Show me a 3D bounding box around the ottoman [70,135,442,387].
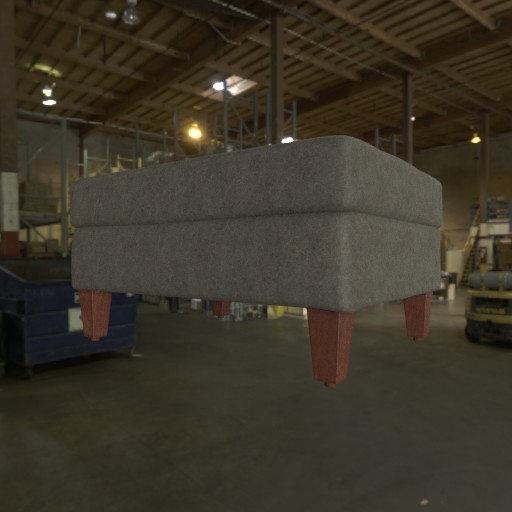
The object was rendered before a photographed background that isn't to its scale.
[{"bbox_3d":[0.000,0.000,1.224,0.839,0.464,0.639,0,0,36],"label":"ottoman"}]
